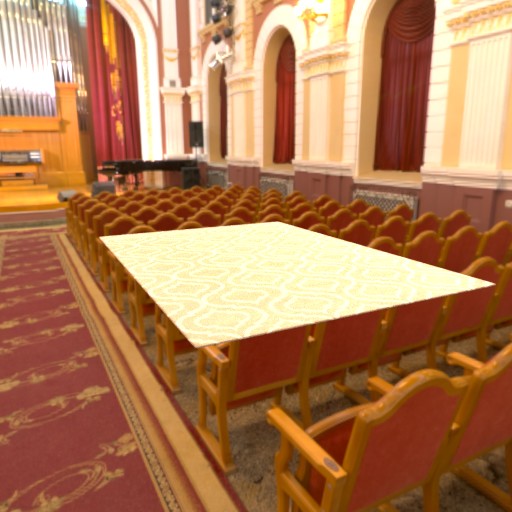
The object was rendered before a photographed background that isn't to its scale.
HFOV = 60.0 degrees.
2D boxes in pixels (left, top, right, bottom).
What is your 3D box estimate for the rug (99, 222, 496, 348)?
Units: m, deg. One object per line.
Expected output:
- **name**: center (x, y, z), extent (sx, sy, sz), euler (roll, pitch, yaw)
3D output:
- **rug**: center (0.000, 0.000, 4.311), extent (2.438, 0.010, 3.353), euler (-7, 15, -26)
